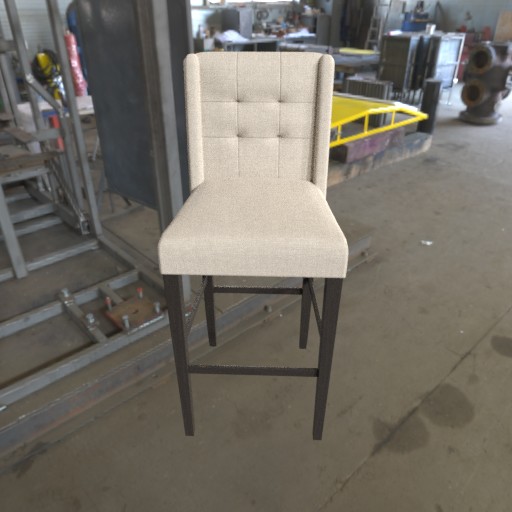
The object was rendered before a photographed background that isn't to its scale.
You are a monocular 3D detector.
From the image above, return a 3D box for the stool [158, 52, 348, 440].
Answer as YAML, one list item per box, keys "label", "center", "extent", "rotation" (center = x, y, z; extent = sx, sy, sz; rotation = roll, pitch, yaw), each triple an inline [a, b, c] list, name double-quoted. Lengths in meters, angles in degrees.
- label: "stool"
  center: [0.000, 0.000, 1.384]
  extent: [0.474, 1.116, 0.509]
  rotation: [1, 31, 2]
